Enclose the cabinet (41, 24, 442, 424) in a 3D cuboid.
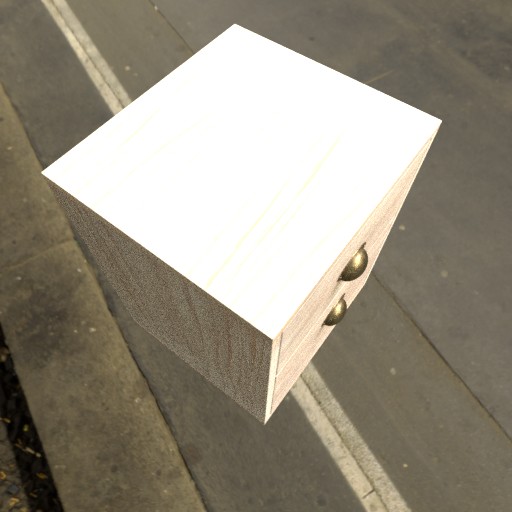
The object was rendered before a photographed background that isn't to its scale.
[{"bbox_3d":[0.000,0.000,0.854,0.401,0.579,0.409,33,65,18],"label":"cabinet"}]
